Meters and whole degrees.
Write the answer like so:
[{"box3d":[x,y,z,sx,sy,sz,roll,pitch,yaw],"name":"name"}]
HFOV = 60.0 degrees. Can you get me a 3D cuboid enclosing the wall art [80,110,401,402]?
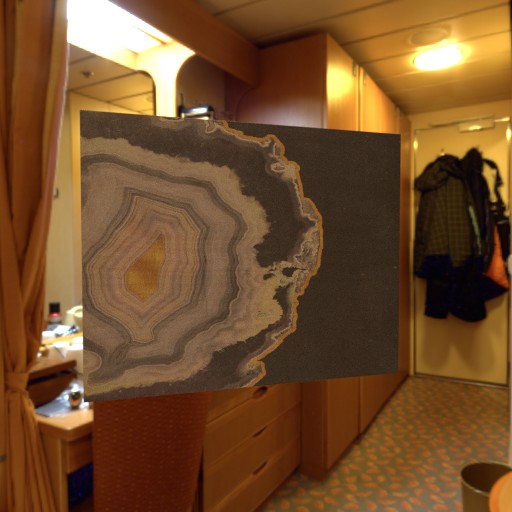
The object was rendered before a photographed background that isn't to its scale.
[{"box3d":[0.000,0.000,0.692,0.508,0.408,0.010,-1,2,-16],"name":"wall art"}]
